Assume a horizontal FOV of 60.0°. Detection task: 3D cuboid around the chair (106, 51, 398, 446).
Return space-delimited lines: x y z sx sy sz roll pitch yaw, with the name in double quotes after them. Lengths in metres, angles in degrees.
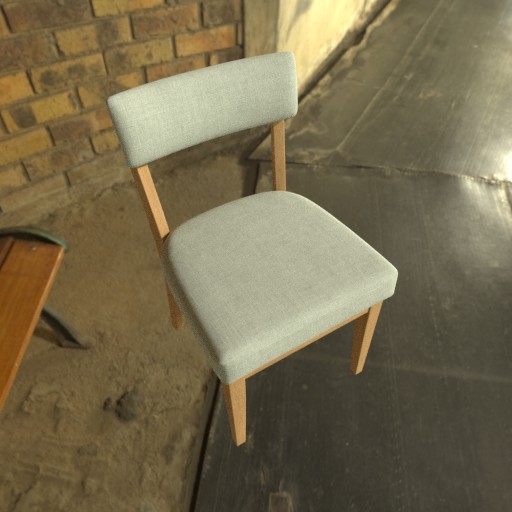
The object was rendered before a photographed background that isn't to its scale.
0.000 0.000 1.193 0.508 0.832 0.572 -24 51 -21 "chair"
